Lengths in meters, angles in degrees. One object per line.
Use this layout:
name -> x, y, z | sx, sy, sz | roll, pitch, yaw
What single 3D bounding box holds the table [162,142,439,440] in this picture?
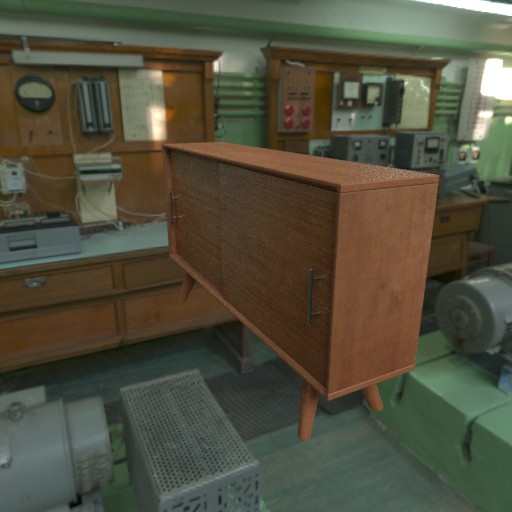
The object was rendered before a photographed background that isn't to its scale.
table -> 0.000, 0.000, 1.559 | 0.308, 0.698, 1.220 | -9, 21, -26
